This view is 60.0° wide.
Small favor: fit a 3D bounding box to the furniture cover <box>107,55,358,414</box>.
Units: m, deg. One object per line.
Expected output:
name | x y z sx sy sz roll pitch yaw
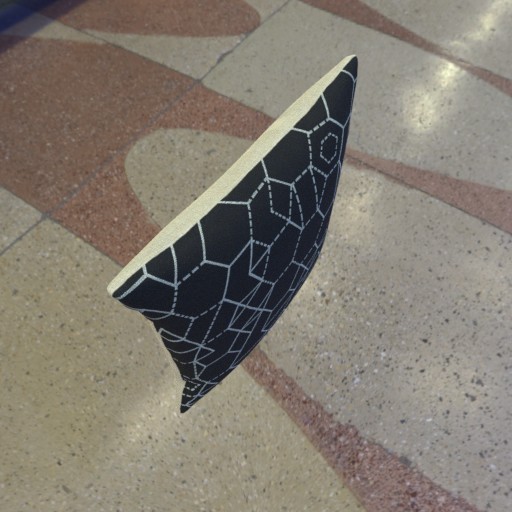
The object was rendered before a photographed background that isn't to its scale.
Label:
furniture cover | 0.000 0.000 0.781 0.158 0.508 0.517 31 63 18
